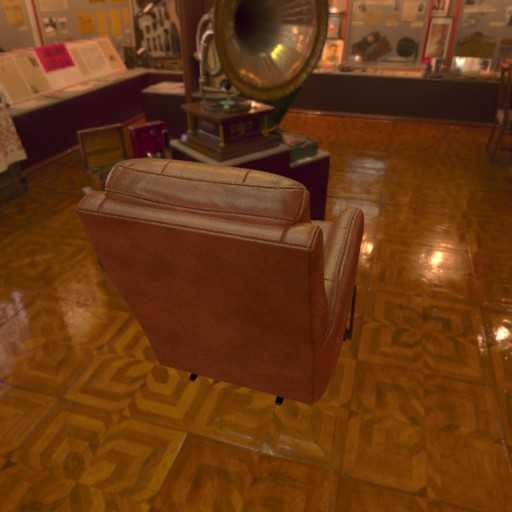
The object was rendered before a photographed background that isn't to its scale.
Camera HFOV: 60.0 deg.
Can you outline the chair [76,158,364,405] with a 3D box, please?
[{"bbox_3d":[0.000,0.000,1.762,0.821,1.016,1.072,10,33,16],"label":"chair"}]
